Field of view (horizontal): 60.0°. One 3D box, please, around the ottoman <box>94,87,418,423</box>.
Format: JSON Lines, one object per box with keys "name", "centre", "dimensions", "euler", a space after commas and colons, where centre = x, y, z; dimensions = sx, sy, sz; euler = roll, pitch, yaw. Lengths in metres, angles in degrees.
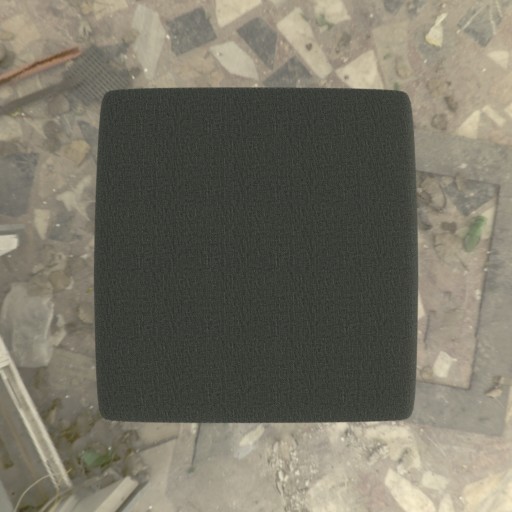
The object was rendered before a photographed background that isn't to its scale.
{"name": "ottoman", "centre": [0.000, 0.000, 1.021], "dimensions": [0.649, 0.398, 0.650], "euler": [0, 89, 0]}
